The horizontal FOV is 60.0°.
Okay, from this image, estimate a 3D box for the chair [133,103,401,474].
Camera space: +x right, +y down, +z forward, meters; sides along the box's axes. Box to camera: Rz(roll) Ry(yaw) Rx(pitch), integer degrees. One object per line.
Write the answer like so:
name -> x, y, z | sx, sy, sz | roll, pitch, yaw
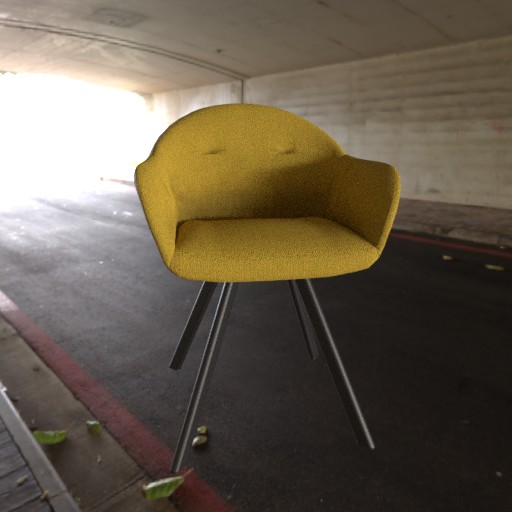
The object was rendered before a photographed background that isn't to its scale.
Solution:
chair -> 0.000, 0.000, 1.133 | 0.545, 0.775, 0.565 | -2, 15, -9
